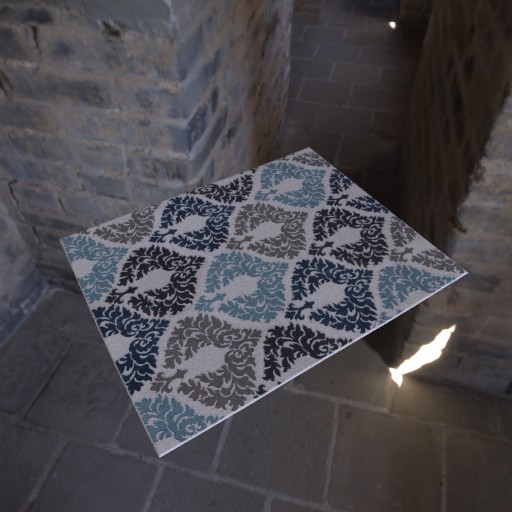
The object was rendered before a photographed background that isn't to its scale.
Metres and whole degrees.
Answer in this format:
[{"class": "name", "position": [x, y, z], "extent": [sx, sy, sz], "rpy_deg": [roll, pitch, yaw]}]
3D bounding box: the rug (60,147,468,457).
[{"class": "rug", "position": [0.000, 0.000, 4.171], "extent": [3.040, 0.014, 2.423], "rpy_deg": [-25, 51, -21]}]
